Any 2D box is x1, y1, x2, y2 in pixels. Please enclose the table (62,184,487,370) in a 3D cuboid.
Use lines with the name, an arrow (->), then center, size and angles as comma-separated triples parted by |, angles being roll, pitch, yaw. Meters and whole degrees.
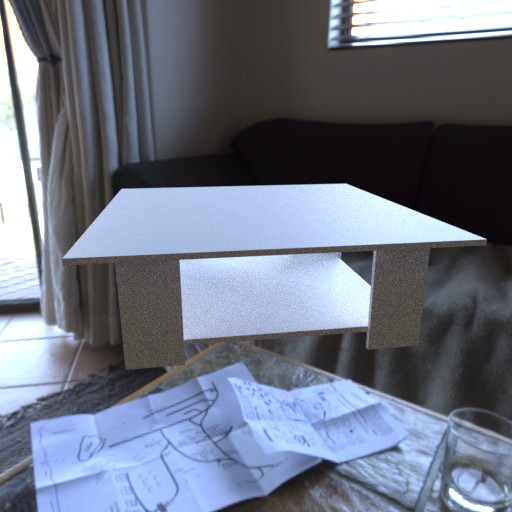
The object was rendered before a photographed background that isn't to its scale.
table -> 0.000, 0.000, 1.374 | 0.890, 0.305, 0.890 | -3, 17, -9
